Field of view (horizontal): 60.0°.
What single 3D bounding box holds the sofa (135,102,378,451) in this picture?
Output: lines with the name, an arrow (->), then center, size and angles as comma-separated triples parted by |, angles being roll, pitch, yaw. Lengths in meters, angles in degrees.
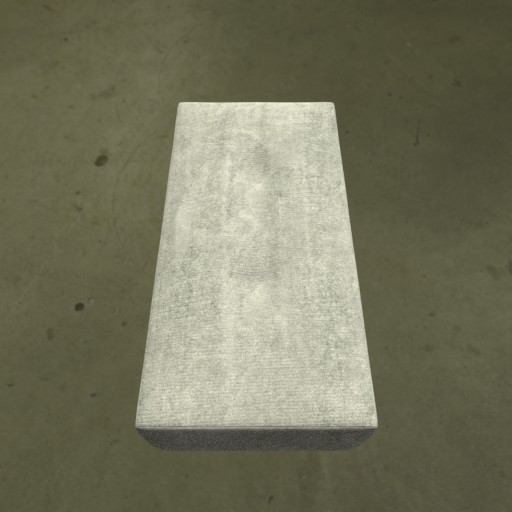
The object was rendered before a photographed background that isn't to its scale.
sofa -> 0.000, 0.000, 1.172 | 0.480, 0.330, 0.930 | 0, 59, 0
